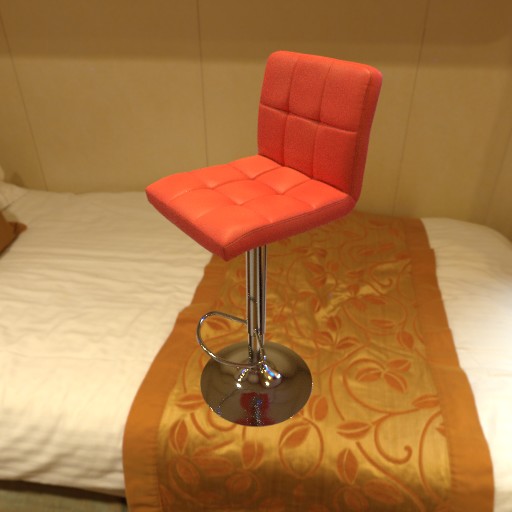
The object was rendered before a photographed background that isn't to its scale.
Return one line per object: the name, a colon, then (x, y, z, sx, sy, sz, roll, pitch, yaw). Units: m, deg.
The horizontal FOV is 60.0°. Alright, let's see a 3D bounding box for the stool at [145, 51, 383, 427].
stool: (0.000, 0.000, 1.391, 0.505, 1.115, 0.430, -22, 38, -31)
